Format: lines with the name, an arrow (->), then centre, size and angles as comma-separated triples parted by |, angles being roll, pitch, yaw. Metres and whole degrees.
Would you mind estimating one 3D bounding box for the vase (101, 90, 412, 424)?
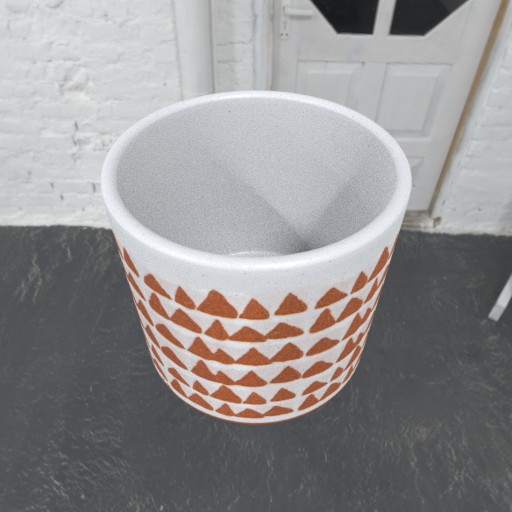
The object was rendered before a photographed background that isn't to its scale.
vase -> 0.000, 0.000, 0.243 | 0.137, 0.127, 0.137 | 0, 45, 0
